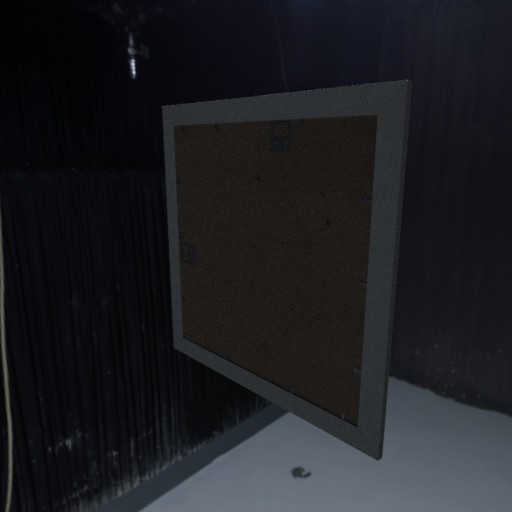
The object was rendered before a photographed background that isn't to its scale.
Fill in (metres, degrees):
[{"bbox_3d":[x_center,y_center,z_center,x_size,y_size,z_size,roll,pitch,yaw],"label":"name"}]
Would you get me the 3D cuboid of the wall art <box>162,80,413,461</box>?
[{"bbox_3d":[0.000,0.000,0.863,0.013,0.584,0.584,-13,19,-43],"label":"wall art"}]
